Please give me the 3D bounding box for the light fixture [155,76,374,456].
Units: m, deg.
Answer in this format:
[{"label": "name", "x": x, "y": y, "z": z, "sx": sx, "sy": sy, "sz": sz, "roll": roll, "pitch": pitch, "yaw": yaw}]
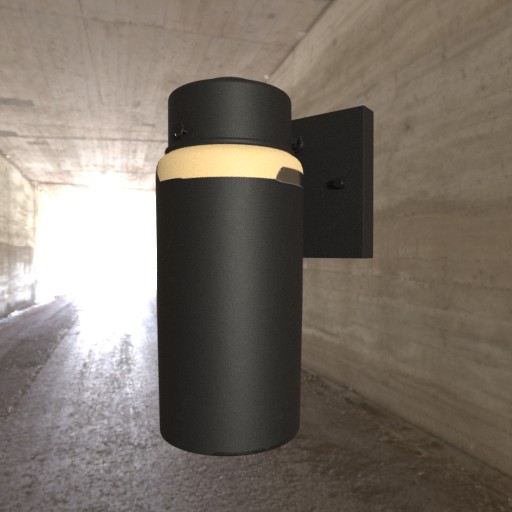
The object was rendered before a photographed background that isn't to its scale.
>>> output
[{"label": "light fixture", "x": 0.000, "y": 0.000, "z": 0.362, "sx": 0.130, "sy": 0.257, "sz": 0.176, "roll": 1, "pitch": 1, "yaw": 37}]
